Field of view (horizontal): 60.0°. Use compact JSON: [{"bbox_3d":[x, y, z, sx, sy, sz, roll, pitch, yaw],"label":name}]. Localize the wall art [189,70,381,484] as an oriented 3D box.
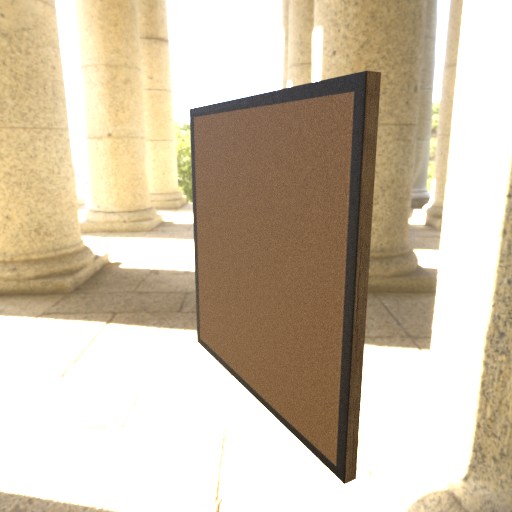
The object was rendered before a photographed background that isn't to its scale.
[{"bbox_3d":[0.000,0.000,1.012,0.029,0.691,0.695,-7,15,-29],"label":"wall art"}]
